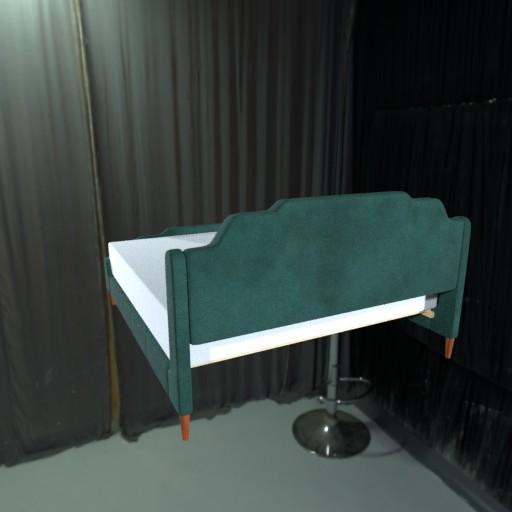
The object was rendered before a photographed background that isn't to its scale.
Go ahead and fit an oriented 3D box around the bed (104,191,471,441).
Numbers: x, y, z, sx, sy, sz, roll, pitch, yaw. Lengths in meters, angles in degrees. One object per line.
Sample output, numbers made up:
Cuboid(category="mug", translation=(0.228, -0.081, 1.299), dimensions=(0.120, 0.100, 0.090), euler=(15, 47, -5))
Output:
Cuboid(category="bed", translation=(0.000, 0.000, 3.620), dimensions=(2.074, 1.245, 2.340), euler=(-8, 17, -26))
